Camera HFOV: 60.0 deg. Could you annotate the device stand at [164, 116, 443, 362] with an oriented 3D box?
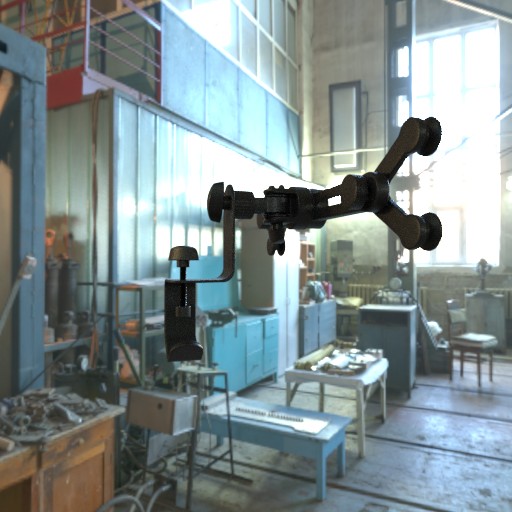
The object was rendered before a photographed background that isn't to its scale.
[{"bbox_3d":[0.000,0.000,0.364,0.142,0.166,0.270,0,-1,-18],"label":"device stand"}]
